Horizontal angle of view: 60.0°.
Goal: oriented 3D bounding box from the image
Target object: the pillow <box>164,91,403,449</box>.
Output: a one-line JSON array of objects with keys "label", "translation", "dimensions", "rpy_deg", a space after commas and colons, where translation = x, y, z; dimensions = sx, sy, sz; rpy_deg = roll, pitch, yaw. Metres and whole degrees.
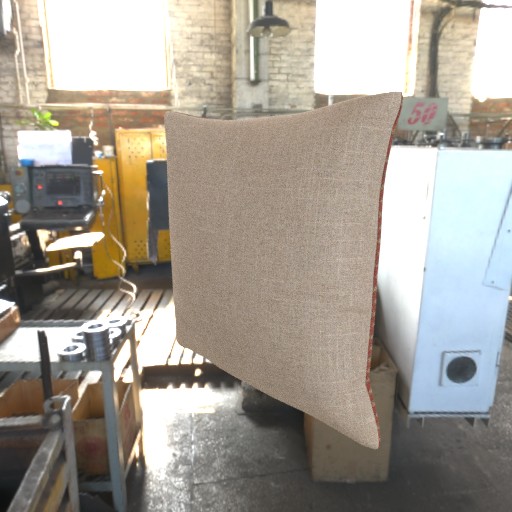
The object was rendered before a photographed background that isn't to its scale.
[{"label": "pillow", "translation": [0.000, 0.000, 0.768], "dimensions": [0.182, 0.503, 0.511], "rpy_deg": [-14, 20, -43]}]
